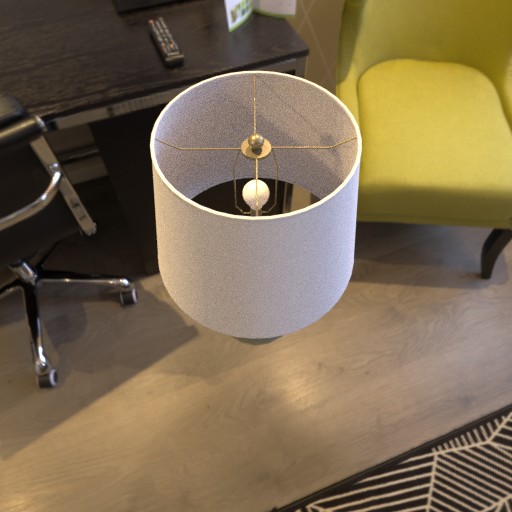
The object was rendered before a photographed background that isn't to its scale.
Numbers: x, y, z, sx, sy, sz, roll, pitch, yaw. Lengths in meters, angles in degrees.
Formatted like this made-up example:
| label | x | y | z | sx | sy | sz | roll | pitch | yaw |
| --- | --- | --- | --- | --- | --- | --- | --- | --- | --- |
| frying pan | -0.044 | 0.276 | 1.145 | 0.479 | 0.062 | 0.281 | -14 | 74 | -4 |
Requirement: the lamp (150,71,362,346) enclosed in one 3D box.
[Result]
| label | x | y | z | sx | sy | sz | roll | pitch | yaw |
| --- | --- | --- | --- | --- | --- | --- | --- | --- | --- |
| lamp | 0.000 | 0.000 | 0.564 | 0.239 | 0.399 | 0.239 | 0 | 57 | 0 |
